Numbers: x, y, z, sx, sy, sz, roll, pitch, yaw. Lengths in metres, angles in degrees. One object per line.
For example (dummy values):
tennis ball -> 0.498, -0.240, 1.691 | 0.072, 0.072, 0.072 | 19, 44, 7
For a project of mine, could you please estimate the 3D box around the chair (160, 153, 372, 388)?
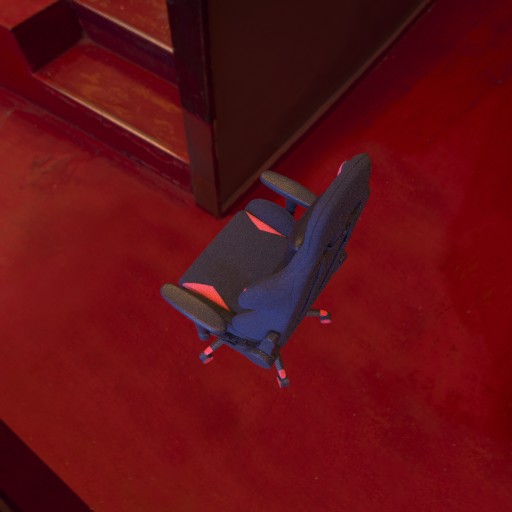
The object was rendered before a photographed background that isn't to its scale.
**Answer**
chair -> 0.000, 0.000, 1.687 | 0.658, 1.326, 0.695 | 32, 66, 16
